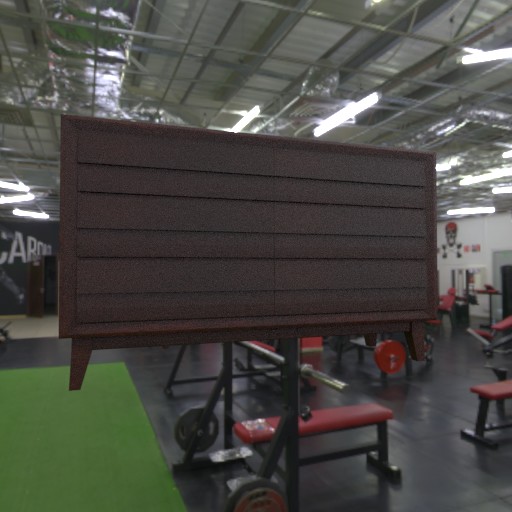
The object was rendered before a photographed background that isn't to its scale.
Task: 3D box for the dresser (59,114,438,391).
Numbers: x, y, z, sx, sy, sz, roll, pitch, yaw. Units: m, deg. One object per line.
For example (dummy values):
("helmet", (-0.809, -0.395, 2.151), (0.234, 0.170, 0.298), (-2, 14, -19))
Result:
("dresser", (0.000, 0.000, 2.030), (1.609, 0.971, 0.499), (0, -1, -19))
